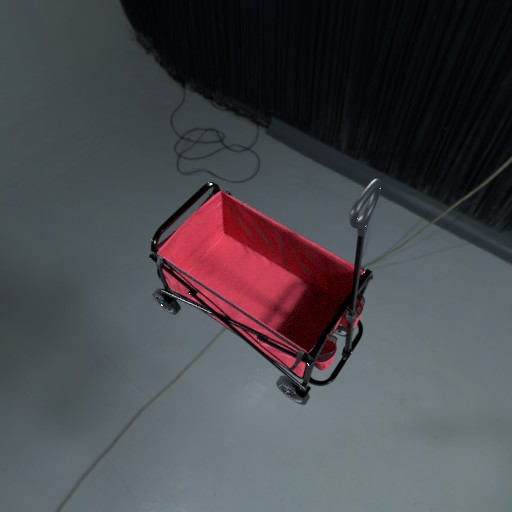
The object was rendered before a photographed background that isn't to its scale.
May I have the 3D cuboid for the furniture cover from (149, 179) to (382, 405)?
[{"bbox_3d":[0.000,0.000,1.852,1.038,1.295,0.532,31,62,19],"label":"furniture cover"}]
